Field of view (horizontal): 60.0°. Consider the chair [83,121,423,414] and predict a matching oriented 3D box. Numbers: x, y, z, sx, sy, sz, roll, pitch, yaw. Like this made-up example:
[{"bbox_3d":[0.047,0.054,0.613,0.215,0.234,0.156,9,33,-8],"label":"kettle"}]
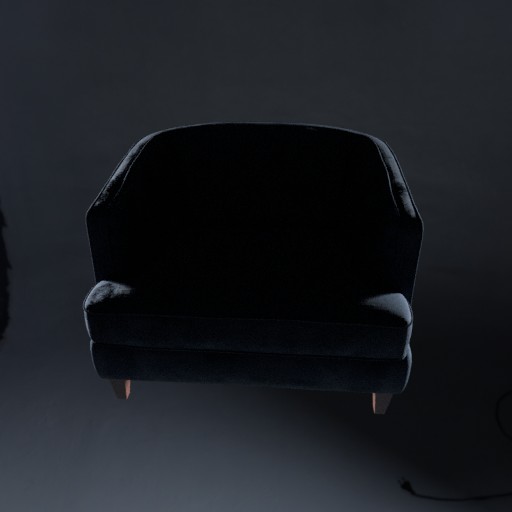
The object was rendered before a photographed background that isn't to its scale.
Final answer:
[{"bbox_3d":[0.000,0.000,1.744,1.094,0.852,0.940,2,28,4],"label":"chair"}]
